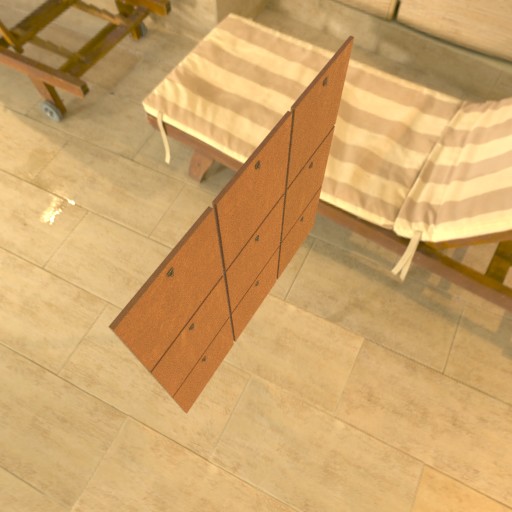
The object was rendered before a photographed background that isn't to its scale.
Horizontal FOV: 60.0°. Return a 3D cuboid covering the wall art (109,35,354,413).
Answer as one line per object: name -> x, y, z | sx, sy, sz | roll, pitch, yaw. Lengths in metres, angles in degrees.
wall art -> 0.000, 0.000, 1.342 | 0.018, 0.913, 0.915 | 29, 66, 15
